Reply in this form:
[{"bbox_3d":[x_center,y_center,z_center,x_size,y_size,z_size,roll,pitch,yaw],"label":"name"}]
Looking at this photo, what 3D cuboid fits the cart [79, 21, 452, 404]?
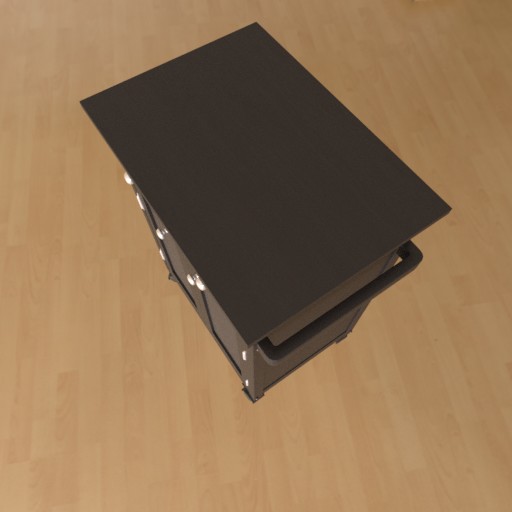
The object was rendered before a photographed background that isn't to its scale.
[{"bbox_3d":[0.000,0.000,1.263,0.456,0.879,0.660,-32,67,-15],"label":"cart"}]
